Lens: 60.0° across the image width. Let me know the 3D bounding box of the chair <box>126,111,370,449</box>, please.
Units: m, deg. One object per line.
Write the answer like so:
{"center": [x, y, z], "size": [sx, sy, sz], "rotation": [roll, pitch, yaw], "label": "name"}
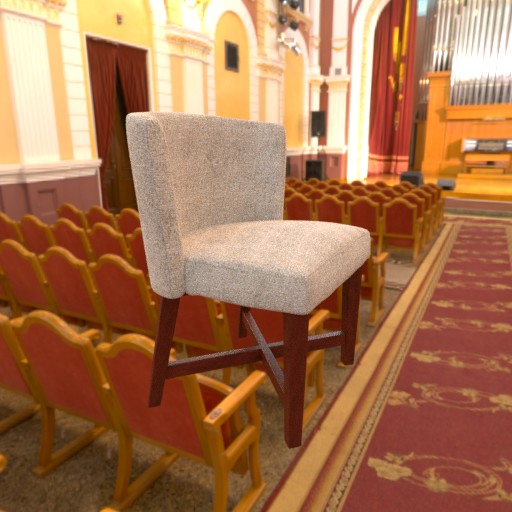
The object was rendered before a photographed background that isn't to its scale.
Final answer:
{"center": [0.000, 0.000, 1.322], "size": [0.575, 0.827, 0.728], "rotation": [8, 17, 27], "label": "chair"}
